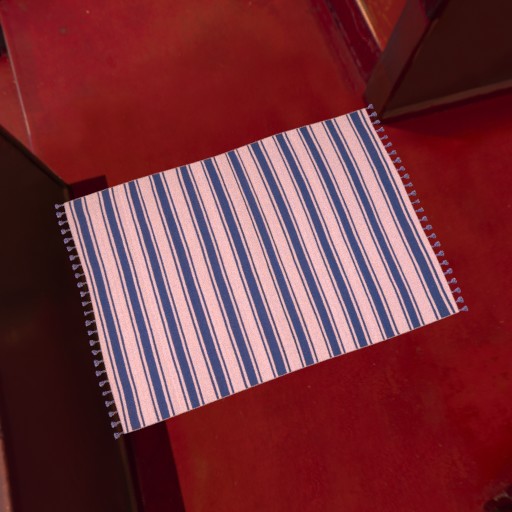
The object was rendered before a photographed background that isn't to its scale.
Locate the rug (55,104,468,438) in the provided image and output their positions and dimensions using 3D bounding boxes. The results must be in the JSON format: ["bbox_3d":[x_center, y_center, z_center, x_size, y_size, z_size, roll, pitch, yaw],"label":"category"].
[{"bbox_3d":[0.000,0.000,2.864,2.315,0.010,1.544,-19,77,-4],"label":"rug"}]
